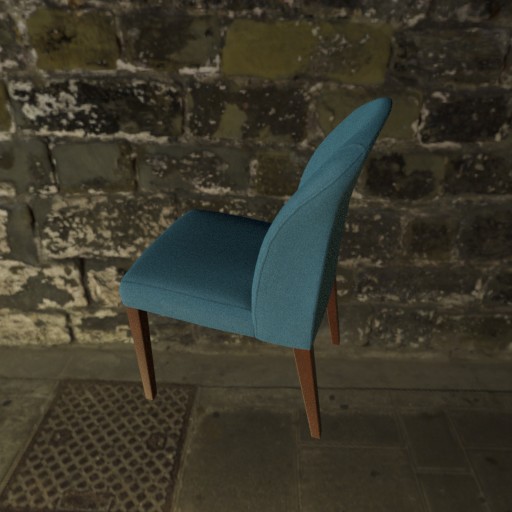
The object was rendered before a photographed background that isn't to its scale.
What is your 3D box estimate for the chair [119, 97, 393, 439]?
[{"bbox_3d":[0.000,0.000,1.261,0.620,0.879,0.507,9,32,14],"label":"chair"}]
